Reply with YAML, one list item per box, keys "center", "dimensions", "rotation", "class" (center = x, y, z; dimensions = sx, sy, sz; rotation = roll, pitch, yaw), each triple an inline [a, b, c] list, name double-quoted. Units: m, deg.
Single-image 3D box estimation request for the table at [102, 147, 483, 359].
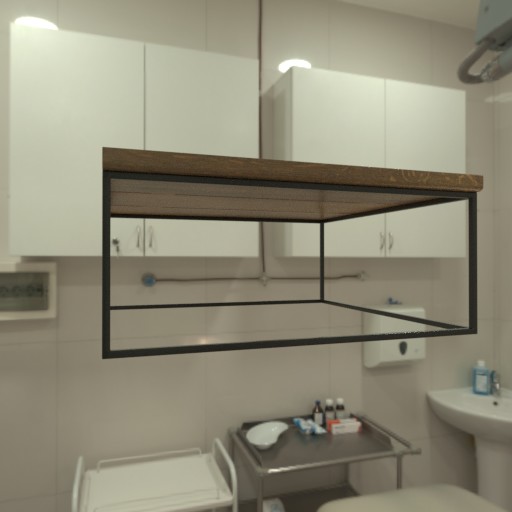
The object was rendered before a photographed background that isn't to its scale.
- center: [0.000, 0.000, 1.392]
  dimensions: [0.900, 0.400, 0.900]
  rotation: [0, 0, -18]
  class: "table"
